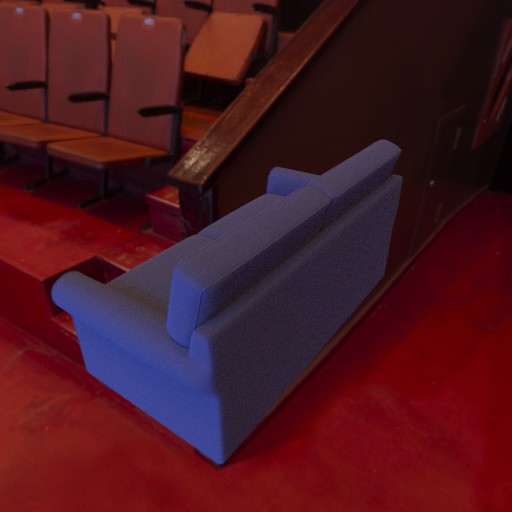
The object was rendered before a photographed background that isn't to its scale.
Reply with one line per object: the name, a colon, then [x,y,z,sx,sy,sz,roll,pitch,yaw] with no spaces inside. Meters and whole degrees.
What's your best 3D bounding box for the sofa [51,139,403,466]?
sofa: [0.000,0.000,2.495,0.940,1.020,1.930,21,37,30]
